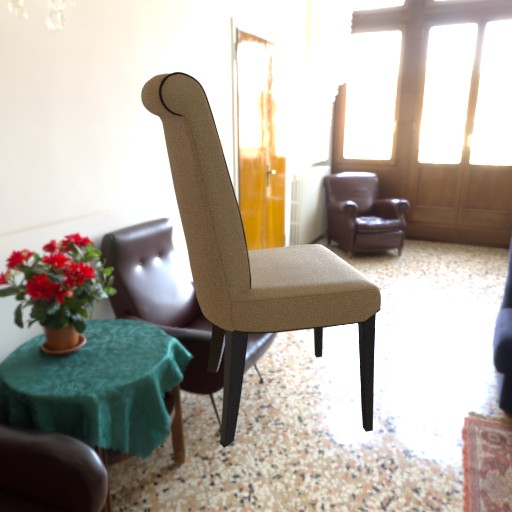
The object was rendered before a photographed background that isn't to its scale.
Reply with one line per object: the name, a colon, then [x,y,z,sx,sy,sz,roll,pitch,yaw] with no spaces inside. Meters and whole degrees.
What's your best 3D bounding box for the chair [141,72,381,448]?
chair: [0.000,0.000,1.367,0.623,0.997,0.522,-3,16,-11]
